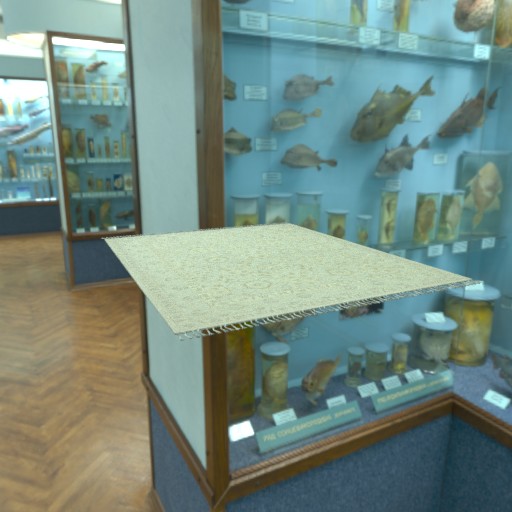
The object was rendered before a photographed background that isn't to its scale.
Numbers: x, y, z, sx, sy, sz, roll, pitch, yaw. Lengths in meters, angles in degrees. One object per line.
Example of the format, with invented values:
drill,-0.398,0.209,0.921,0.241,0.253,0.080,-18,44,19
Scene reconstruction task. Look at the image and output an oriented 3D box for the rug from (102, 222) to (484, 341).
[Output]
rug,0.000,0.000,4.208,2.444,0.013,3.043,-7,15,-25
